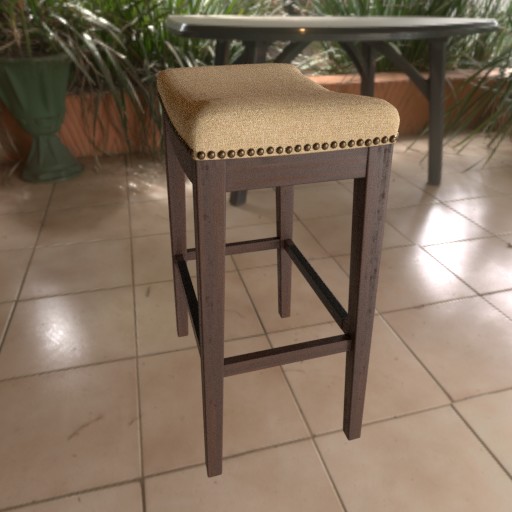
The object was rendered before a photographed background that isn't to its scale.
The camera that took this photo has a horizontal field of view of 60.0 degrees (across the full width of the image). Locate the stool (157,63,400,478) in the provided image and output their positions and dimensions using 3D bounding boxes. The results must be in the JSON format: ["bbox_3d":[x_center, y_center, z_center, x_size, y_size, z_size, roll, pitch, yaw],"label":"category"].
[{"bbox_3d":[0.000,0.000,1.015,0.363,0.768,0.509,-8,31,-14],"label":"stool"}]
